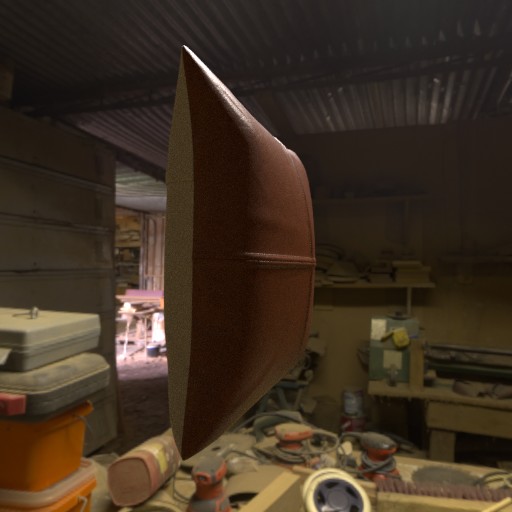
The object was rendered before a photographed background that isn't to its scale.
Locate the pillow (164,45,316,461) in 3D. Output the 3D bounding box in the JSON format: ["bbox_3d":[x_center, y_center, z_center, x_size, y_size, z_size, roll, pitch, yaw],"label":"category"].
[{"bbox_3d":[0.000,0.000,0.736,0.192,0.477,0.501,0,-1,18],"label":"pillow"}]
